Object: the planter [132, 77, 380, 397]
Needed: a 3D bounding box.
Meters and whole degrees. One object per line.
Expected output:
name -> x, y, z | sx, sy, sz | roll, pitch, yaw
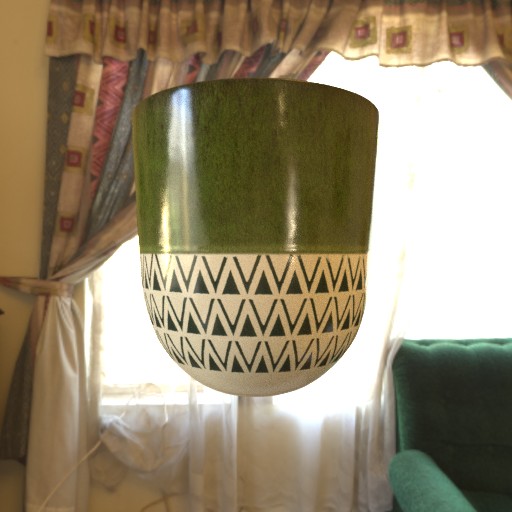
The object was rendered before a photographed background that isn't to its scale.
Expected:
planter -> 0.000, 0.000, 0.455 | 0.245, 0.270, 0.245 | 0, 0, 0
